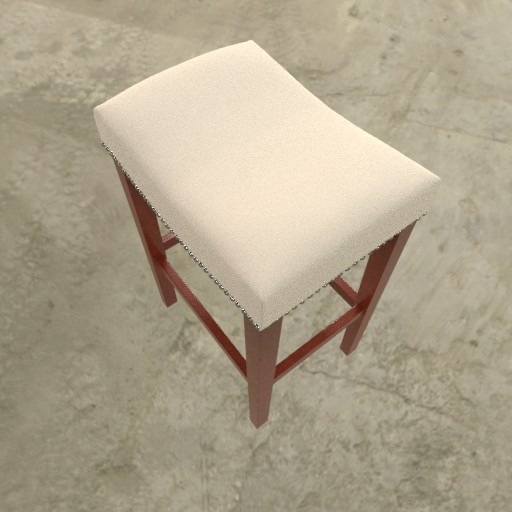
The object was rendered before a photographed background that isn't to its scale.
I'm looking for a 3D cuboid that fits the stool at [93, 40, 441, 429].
[{"bbox_3d":[0.000,0.000,1.022,0.372,0.742,0.504,-33,62,-20],"label":"stool"}]
